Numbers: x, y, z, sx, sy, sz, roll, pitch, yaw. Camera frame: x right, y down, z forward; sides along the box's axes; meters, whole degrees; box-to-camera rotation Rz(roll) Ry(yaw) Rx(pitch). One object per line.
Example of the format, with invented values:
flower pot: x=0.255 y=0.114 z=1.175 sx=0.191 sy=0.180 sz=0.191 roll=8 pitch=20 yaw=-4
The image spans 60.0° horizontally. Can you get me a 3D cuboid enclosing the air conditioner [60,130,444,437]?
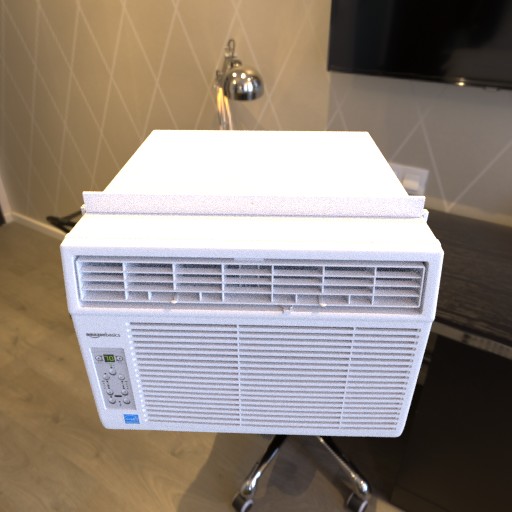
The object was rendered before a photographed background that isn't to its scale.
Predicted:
air conditioner: x=0.000 y=0.000 z=0.849 sx=0.503 sy=0.388 sz=0.546 roll=1 pitch=31 yaw=2
